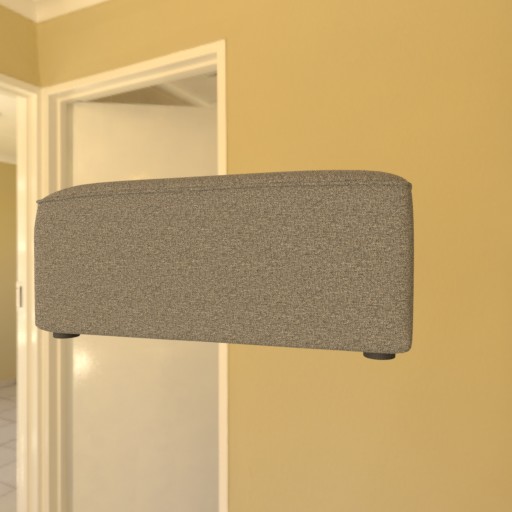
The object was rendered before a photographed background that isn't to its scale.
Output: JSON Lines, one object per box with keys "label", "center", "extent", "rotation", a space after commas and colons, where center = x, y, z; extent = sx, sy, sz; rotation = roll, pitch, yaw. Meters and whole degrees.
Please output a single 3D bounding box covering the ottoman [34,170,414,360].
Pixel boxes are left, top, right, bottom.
{"label": "ottoman", "center": [0.000, 0.000, 1.568], "extent": [1.015, 0.464, 1.005], "rotation": [0, 0, 17]}
